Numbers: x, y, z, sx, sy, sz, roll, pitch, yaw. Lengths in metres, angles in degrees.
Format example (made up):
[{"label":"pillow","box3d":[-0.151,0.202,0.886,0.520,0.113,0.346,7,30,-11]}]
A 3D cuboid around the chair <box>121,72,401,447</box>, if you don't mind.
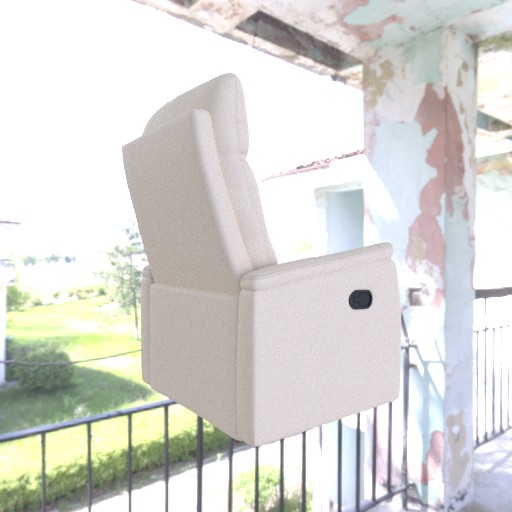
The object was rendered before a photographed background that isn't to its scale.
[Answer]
[{"label":"chair","box3d":[0.000,0.000,1.652,0.831,1.082,0.775,-1,1,-37]}]
